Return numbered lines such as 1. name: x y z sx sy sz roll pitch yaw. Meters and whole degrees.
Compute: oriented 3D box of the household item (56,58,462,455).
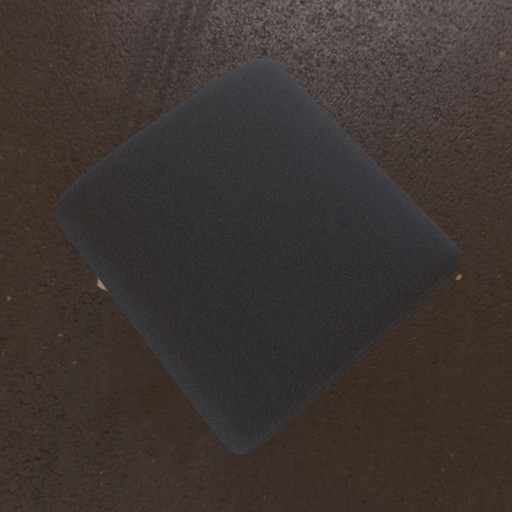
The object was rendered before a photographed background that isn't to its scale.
1. household item: 0.000 0.000 0.878 0.530 0.420 0.530 -38 78 -10
